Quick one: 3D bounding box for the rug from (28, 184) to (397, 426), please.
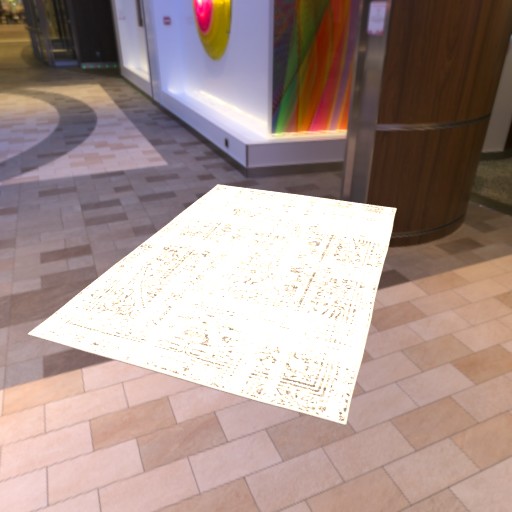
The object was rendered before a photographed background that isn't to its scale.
[{"bbox_3d":[0.000,0.000,3.094,1.706,0.026,2.438,10,31,18],"label":"rug"}]
